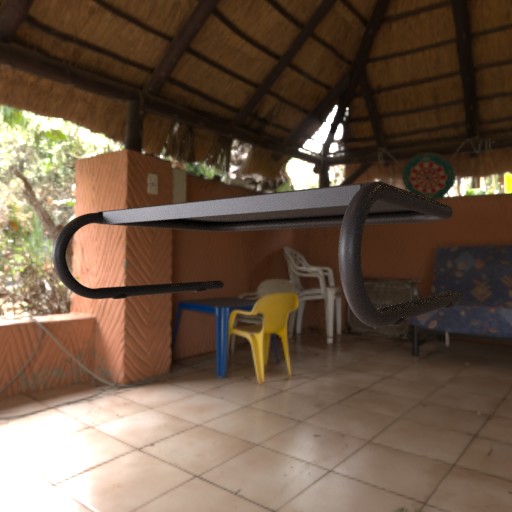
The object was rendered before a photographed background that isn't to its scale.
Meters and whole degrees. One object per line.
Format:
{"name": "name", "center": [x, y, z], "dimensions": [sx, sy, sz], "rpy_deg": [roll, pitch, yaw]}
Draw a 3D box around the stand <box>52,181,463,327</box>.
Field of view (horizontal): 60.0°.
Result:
{"name": "stand", "center": [0.000, 0.000, 0.496], "dimensions": [0.370, 0.108, 0.280], "rpy_deg": [0, 0, 38]}
